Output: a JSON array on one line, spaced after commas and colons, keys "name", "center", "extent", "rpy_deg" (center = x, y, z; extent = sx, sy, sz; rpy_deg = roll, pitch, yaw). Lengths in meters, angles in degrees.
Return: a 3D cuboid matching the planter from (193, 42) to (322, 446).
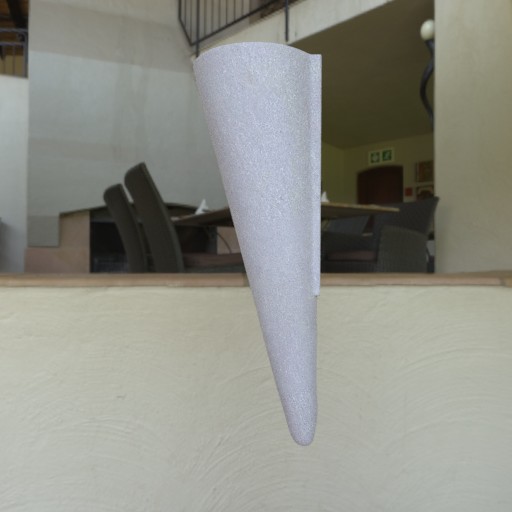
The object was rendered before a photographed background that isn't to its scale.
[{"name": "planter", "center": [0.000, 0.000, 0.306], "extent": [0.087, 0.259, 0.078], "rpy_deg": [0, -1, 0]}]
